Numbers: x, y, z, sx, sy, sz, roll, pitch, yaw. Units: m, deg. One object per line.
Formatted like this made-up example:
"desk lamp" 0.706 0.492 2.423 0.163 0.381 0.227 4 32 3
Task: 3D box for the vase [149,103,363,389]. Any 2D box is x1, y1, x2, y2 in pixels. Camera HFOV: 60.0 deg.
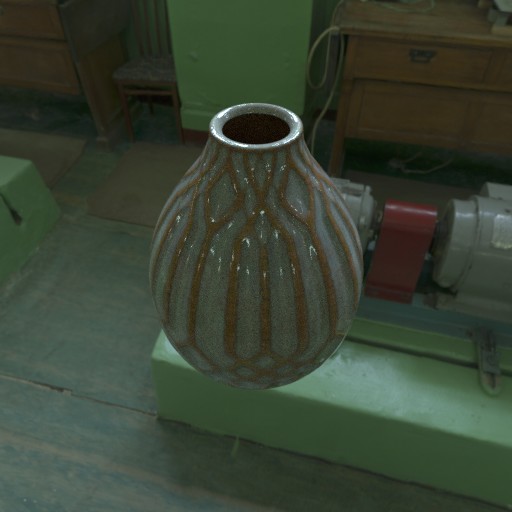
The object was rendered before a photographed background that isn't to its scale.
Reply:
"vase" 0.000 0.000 0.269 0.131 0.175 0.131 0 45 0
